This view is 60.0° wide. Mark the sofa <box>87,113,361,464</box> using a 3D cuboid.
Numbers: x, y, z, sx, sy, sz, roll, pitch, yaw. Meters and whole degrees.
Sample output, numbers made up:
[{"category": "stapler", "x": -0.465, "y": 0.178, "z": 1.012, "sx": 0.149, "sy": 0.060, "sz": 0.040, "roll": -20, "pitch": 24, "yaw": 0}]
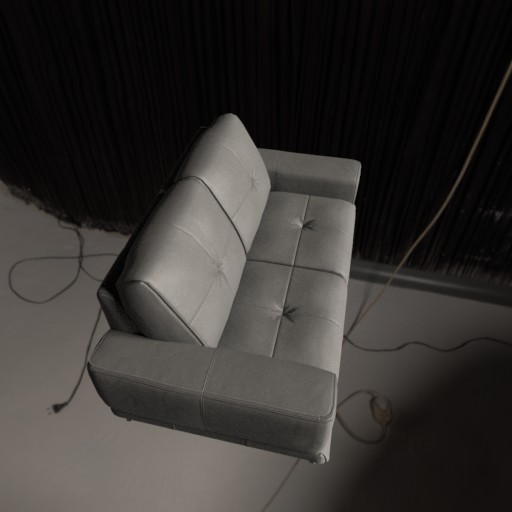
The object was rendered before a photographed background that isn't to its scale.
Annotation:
[{"category": "sofa", "x": 0.000, "y": 0.000, "z": 2.349, "sx": 1.018, "sy": 0.907, "sz": 1.806, "roll": 9, "pitch": 46, "yaw": 9}]
